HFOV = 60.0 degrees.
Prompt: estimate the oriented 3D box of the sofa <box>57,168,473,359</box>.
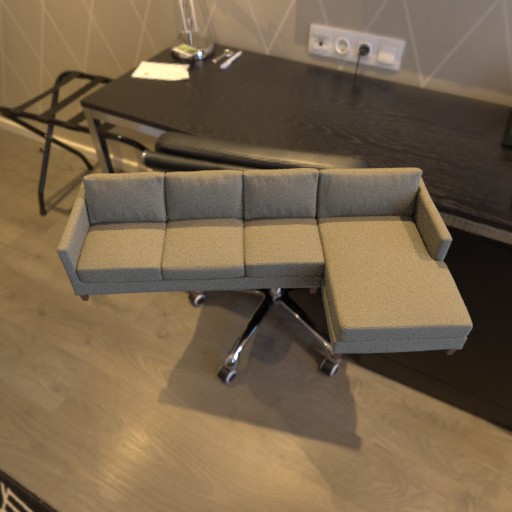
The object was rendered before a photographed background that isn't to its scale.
[{"bbox_3d":[0.000,0.000,3.781,3.186,0.861,1.625,-2,46,-2],"label":"sofa"}]
